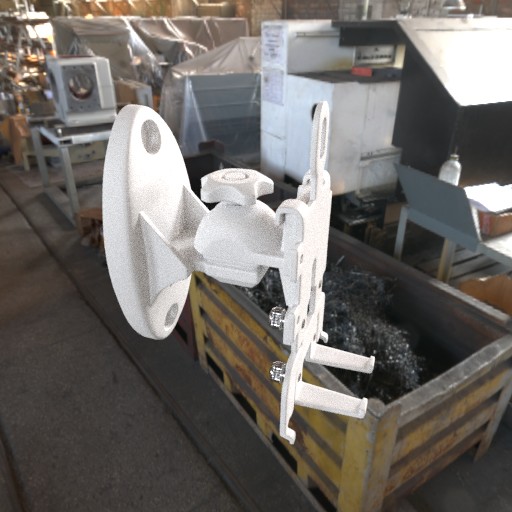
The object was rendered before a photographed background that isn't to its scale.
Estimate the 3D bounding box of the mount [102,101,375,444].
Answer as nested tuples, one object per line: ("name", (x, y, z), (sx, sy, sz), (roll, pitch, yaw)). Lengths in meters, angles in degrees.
("mount", (0.000, 0.000, 0.173), (0.100, 0.118, 0.066), (10, 30, 17))
